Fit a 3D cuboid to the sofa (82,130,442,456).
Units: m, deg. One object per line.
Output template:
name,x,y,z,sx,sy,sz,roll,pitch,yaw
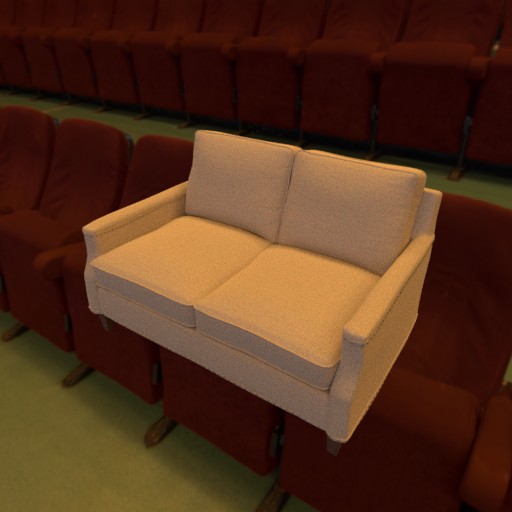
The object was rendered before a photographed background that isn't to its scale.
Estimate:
sofa,0.000,0.000,2.338,1.597,1.003,1.084,19,35,29
